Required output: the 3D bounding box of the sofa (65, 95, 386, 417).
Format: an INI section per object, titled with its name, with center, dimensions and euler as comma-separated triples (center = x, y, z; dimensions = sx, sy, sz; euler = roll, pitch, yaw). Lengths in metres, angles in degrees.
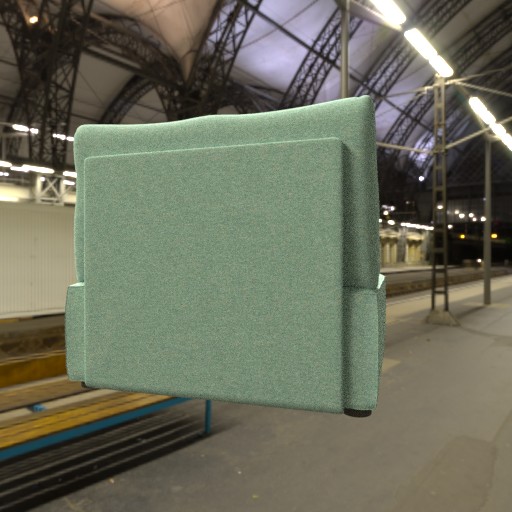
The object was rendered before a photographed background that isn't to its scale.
[sofa]
center = 0.000, 0.000, 1.681
dimensions = 0.930, 0.820, 1.000
euler = 0, 0, 18
